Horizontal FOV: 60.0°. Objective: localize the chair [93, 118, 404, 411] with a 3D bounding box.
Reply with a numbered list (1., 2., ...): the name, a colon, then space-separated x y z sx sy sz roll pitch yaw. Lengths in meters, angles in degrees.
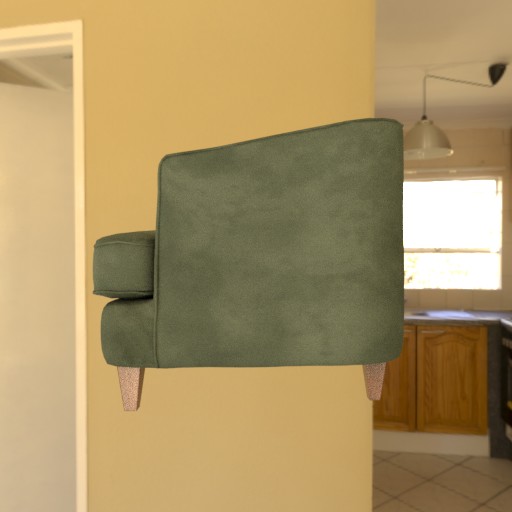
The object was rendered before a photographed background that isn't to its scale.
1. chair: 0.000 0.000 1.724 0.941 0.852 1.104 0 1 0
